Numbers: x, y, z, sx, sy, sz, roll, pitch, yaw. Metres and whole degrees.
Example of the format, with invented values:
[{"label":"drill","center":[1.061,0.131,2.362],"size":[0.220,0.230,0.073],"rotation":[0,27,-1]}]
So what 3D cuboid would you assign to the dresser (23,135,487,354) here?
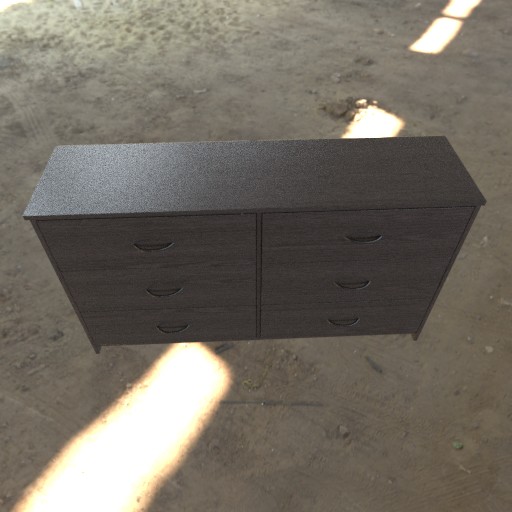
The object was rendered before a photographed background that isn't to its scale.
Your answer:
[{"label":"dresser","center":[0.000,0.000,1.686],"size":[1.360,0.755,0.401],"rotation":[-2,47,-2]}]
